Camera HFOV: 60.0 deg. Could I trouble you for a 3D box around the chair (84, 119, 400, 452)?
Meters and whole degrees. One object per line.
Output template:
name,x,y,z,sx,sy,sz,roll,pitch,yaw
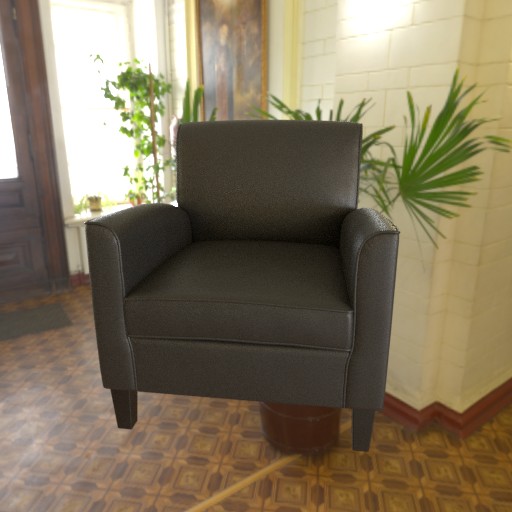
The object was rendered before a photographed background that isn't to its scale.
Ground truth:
chair,0.000,0.000,1.533,0.820,0.916,0.819,2,16,8
